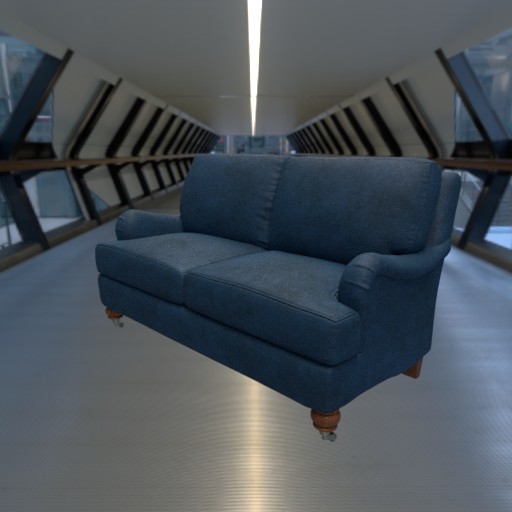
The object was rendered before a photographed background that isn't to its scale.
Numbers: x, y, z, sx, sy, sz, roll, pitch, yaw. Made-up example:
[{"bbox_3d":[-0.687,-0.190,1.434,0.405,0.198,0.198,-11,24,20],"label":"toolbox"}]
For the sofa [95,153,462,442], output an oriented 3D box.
[{"bbox_3d":[0.000,0.000,2.497,1.853,1.101,1.084,13,19,42],"label":"sofa"}]
